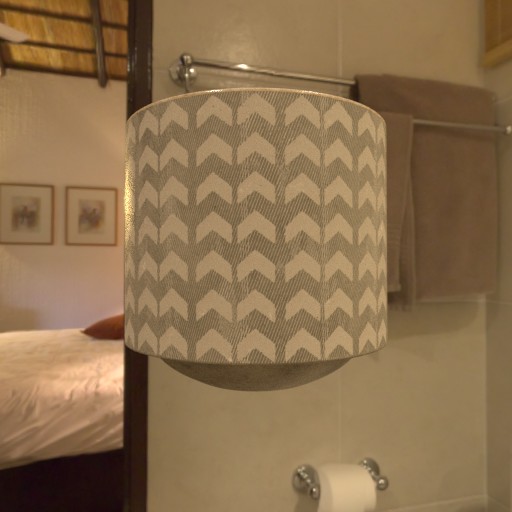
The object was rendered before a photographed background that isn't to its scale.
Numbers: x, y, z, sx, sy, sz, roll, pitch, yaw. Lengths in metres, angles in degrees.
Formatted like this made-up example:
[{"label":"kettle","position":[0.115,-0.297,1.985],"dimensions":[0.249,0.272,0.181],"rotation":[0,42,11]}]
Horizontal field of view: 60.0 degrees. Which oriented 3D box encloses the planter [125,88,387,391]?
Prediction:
[{"label":"planter","position":[0.000,0.000,0.441],"dimensions":[0.250,0.239,0.250],"rotation":[0,-1,0]}]
